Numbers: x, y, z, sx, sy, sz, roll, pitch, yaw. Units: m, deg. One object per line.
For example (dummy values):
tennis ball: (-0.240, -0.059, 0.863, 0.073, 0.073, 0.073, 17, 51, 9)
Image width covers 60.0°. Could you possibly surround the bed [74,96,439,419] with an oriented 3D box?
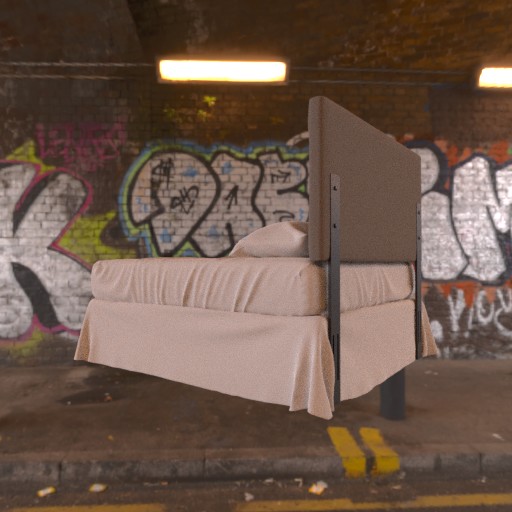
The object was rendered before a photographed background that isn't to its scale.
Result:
bed: (0.000, 0.000, 3.450, 2.222, 1.577, 1.936, -1, -1, 37)
